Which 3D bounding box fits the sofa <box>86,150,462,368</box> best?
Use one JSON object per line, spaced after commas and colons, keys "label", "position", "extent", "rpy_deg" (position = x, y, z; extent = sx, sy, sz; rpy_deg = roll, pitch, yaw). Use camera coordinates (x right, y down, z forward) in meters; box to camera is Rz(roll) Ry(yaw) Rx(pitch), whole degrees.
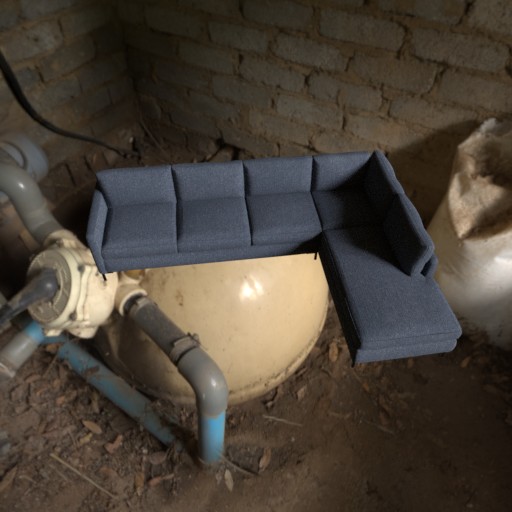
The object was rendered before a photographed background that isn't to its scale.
{"label": "sofa", "position": [0.000, 0.000, 3.905], "extent": [2.949, 0.815, 2.007], "rpy_deg": [-5, 47, -5]}
